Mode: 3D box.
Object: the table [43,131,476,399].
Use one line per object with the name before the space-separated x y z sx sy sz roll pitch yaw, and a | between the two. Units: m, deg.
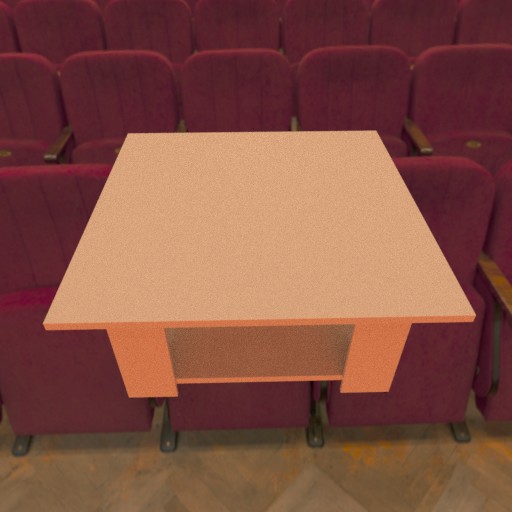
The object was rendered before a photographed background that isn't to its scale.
table | 0.000 0.000 1.040 0.670 0.305 0.670 -1 40 -1
